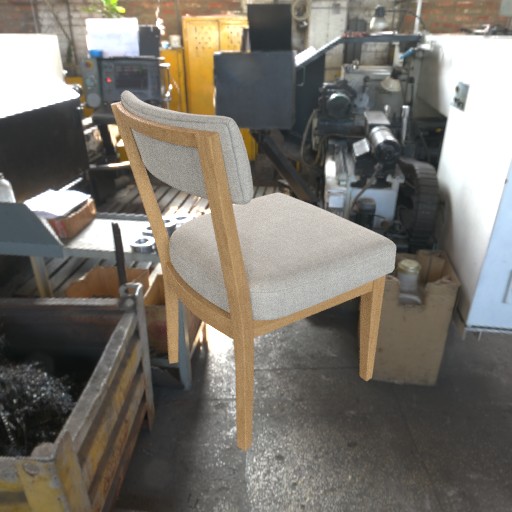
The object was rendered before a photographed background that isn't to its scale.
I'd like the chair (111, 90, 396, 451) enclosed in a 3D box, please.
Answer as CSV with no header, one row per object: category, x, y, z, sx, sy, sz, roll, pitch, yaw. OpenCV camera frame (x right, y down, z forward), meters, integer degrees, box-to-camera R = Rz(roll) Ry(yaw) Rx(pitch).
chair,0.000,0.000,1.198,0.572,0.832,0.508,-18,32,-31
